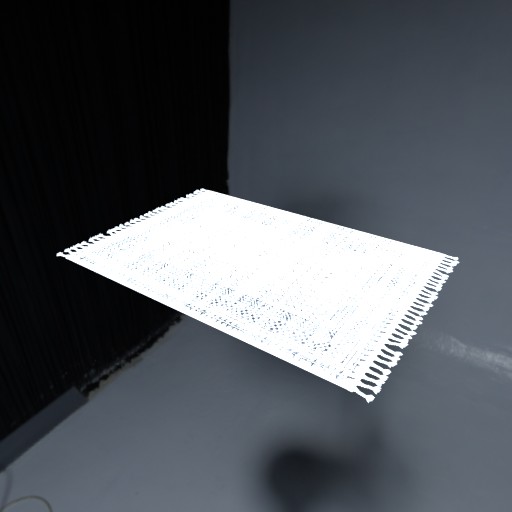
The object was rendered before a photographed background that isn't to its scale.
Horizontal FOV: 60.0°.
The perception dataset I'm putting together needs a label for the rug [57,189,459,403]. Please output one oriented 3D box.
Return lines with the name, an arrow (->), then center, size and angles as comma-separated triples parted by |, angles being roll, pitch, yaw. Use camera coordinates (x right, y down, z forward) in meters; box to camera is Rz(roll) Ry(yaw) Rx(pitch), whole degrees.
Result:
rug -> 0.000, 0.000, 2.440 | 1.872, 0.013, 1.243 | 19, 35, 30
